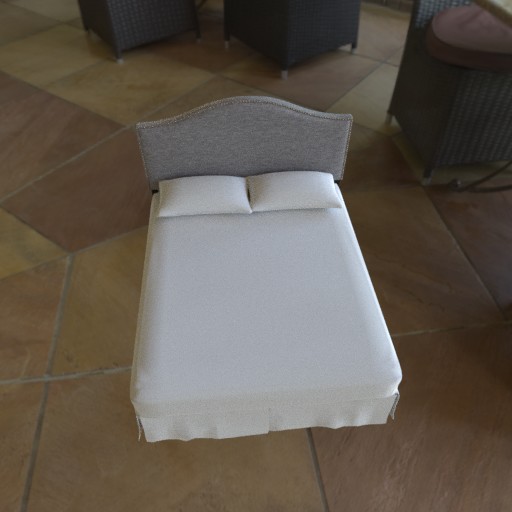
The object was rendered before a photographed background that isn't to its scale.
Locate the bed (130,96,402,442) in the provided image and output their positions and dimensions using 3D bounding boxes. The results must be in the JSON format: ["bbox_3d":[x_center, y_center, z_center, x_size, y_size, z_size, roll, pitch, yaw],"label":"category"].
[{"bbox_3d":[0.000,0.000,2.927,1.610,1.295,1.870,-4,47,-3],"label":"bed"}]
